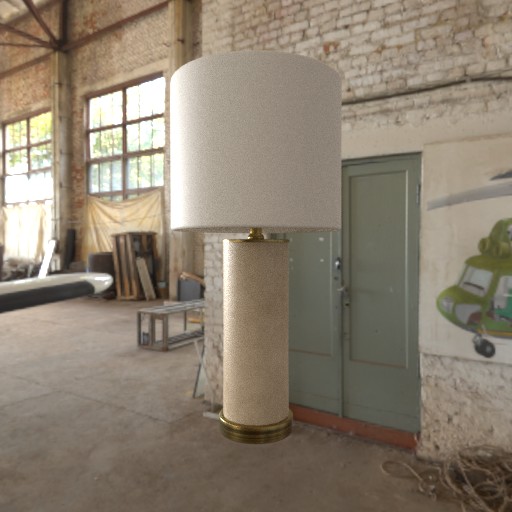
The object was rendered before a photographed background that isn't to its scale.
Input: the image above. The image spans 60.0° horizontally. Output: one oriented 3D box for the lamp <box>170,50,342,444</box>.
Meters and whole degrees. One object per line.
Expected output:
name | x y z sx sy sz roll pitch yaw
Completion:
lamp | 0.000 0.000 0.810 0.305 0.634 0.305 0 1 -19
